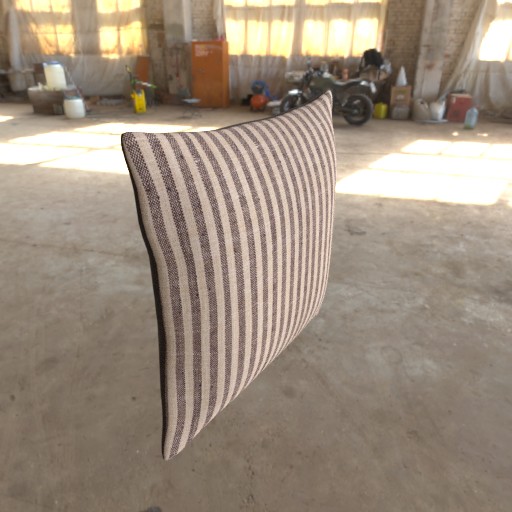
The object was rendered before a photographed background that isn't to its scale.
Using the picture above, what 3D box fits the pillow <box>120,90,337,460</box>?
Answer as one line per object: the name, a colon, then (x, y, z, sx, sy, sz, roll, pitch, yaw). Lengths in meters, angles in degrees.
pillow: (0.000, 0.000, 0.780, 0.166, 0.506, 0.523, 17, 31, 30)
